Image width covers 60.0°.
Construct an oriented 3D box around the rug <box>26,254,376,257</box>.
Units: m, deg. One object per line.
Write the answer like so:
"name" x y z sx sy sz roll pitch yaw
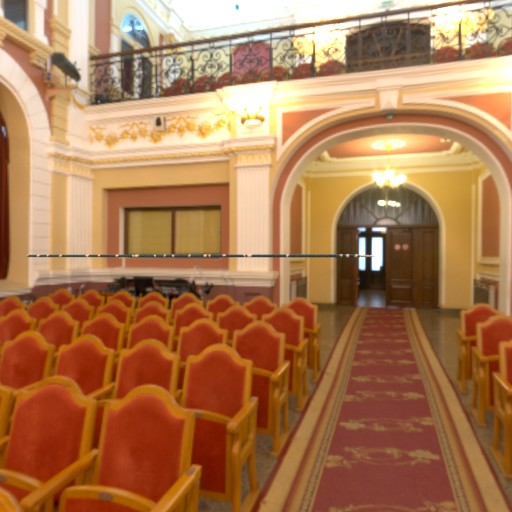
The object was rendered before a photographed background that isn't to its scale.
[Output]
"rug" 0.000 0.000 3.020 1.517 0.011 2.435 0 0 17
